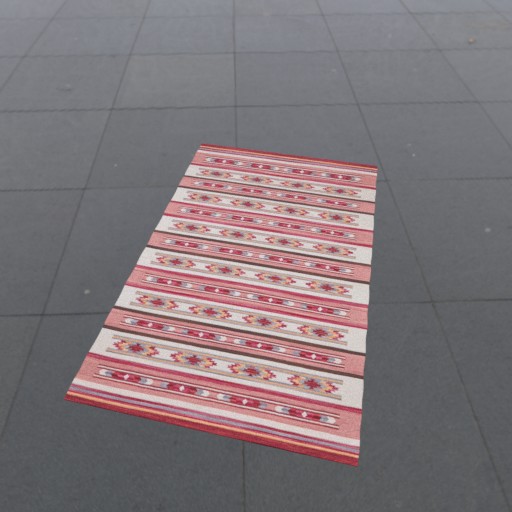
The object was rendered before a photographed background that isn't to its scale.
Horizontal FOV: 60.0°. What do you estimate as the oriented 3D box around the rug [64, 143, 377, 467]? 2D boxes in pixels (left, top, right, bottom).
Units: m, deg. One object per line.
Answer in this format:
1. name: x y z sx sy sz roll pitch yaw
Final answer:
1. rug: 0.000 0.000 3.009 1.535 0.010 2.431 9 48 9
